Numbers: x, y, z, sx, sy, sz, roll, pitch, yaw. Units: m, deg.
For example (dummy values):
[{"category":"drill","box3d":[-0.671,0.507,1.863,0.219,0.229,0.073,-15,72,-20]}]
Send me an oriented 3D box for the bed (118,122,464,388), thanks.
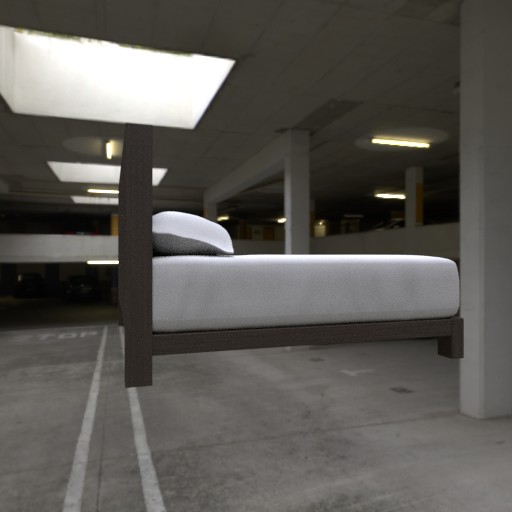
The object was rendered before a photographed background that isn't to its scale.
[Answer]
[{"category":"bed","box3d":[0.000,0.000,3.444,2.012,1.270,2.134,0,0,-18]}]
